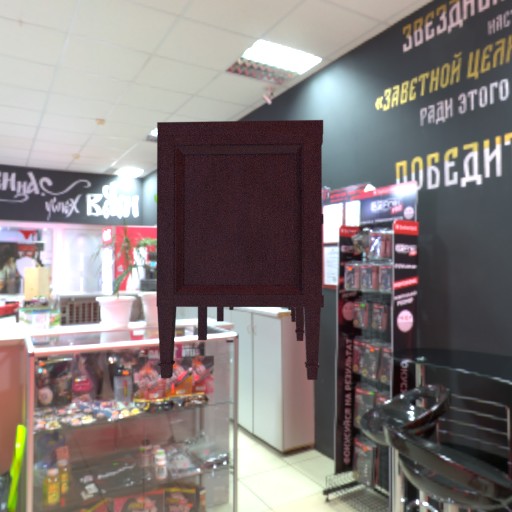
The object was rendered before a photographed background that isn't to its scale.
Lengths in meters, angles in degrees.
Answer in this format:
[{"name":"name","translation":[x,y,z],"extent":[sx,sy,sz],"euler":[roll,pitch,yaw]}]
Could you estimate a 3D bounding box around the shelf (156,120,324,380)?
[{"name":"shelf","translation":[0.000,0.000,2.161],"extent":[0.471,0.715,1.878],"euler":[0,-1,3]}]
